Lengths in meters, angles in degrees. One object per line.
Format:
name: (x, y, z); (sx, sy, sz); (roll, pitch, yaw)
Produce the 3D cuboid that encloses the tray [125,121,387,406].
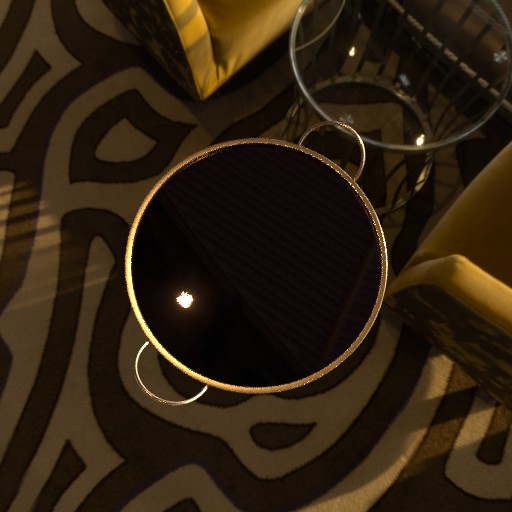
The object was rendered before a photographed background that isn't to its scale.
tray: (0.000, 0.000, 0.736); (0.438, 0.069, 0.543); (35, 79, 8)
